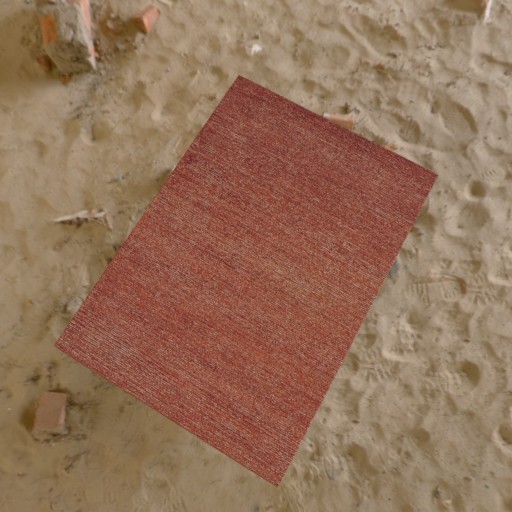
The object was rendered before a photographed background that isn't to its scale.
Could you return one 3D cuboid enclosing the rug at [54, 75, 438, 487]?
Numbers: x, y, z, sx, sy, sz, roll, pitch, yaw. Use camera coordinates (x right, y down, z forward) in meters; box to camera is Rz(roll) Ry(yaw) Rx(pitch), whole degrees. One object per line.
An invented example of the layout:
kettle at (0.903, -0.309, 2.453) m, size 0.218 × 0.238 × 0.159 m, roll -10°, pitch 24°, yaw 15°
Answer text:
rug at (0.000, 0.000, 5.086) m, size 2.803 × 0.025 × 3.965 m, roll 29°, pitch 77°, yaw 7°
